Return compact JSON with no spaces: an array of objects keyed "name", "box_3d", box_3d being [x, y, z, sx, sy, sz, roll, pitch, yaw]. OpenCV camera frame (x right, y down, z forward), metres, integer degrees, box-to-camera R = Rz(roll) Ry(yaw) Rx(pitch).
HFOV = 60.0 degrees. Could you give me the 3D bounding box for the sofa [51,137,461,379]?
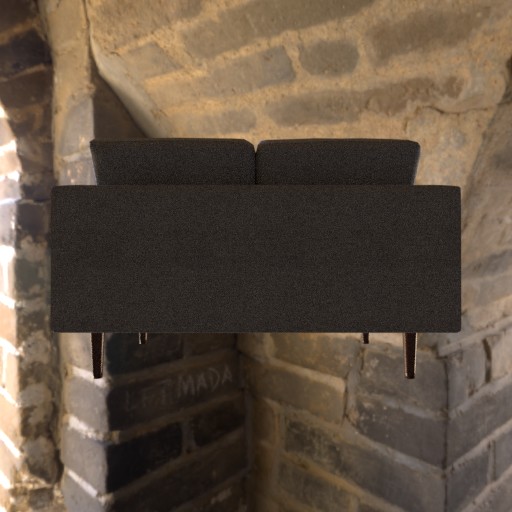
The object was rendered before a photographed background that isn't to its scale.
[{"name":"sofa","box_3d":[0.000,0.000,2.124,1.527,0.973,0.969,0,0,0]}]
